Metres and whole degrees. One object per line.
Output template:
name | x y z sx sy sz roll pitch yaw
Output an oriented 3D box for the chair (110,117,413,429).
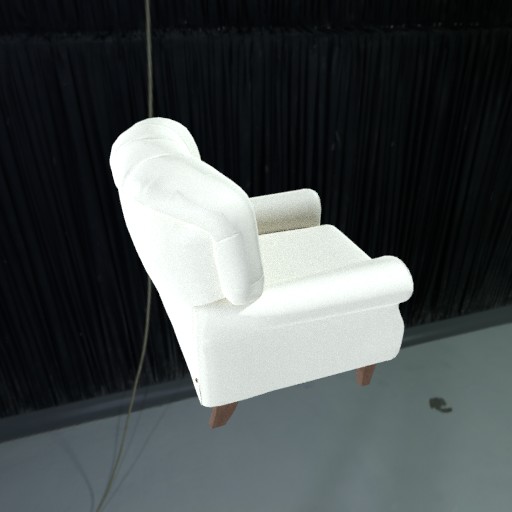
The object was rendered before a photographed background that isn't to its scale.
chair | 0.000 0.000 2.037 1.132 1.169 1.035 -10 31 -17
